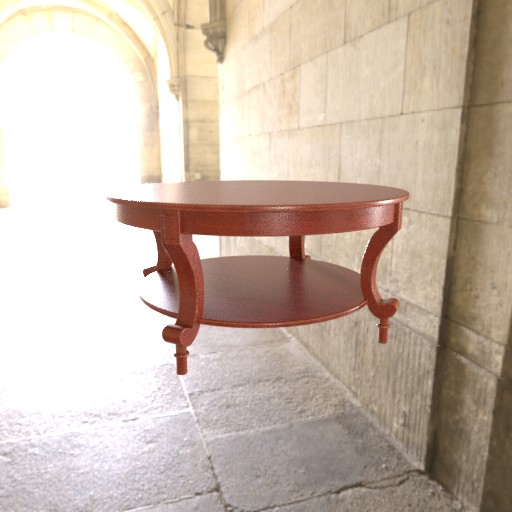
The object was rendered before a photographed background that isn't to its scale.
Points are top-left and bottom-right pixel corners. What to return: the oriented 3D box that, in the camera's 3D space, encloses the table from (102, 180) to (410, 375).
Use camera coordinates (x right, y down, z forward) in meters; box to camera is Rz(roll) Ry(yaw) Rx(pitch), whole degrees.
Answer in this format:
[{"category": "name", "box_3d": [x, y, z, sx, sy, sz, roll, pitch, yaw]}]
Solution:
[{"category": "table", "box_3d": [0.000, 0.000, 1.613, 1.029, 0.486, 1.029, 0, 13, 0]}]
